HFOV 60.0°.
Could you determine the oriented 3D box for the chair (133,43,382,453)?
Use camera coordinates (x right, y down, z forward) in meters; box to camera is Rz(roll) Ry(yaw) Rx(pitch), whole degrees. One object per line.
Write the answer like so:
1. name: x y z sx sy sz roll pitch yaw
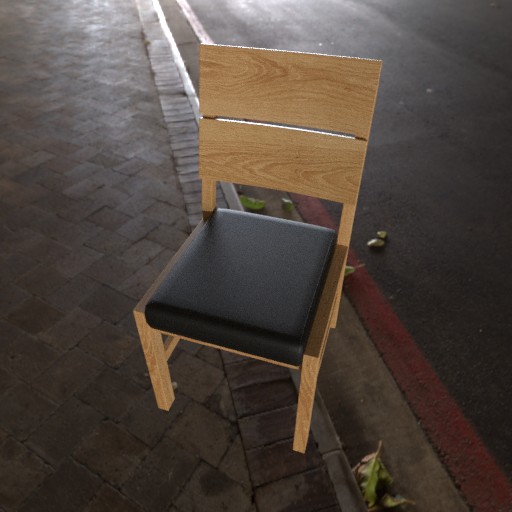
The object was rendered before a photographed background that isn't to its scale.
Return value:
1. chair: 0.000 0.000 1.245 0.475 0.950 0.569 12 42 14
